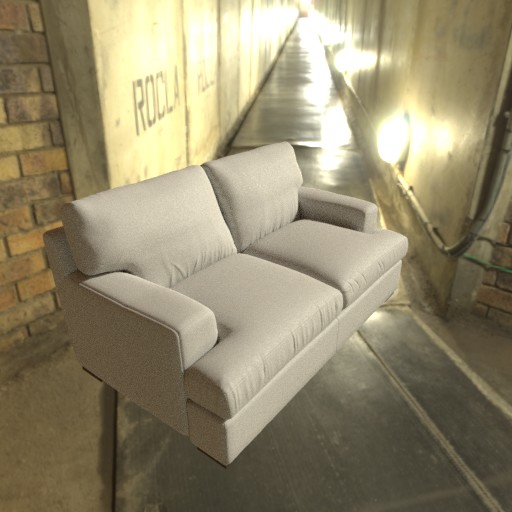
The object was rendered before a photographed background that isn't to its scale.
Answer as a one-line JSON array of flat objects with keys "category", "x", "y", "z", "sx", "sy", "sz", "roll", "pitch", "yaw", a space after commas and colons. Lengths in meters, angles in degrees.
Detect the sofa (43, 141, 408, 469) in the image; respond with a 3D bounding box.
[{"category": "sofa", "x": 0.000, "y": 0.000, "z": 2.511, "sx": 1.143, "sy": 0.940, "sz": 1.880, "roll": 18, "pitch": 31, "yaw": 33}]
